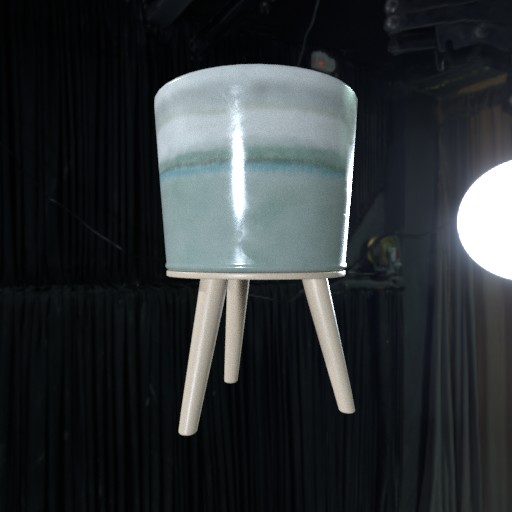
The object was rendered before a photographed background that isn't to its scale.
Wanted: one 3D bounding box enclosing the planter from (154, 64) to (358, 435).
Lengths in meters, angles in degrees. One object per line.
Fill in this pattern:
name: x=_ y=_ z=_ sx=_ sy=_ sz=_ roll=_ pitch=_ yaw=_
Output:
planter: x=0.000 y=0.000 z=0.593 sx=0.265 sy=0.404 sz=0.265 roll=0 pitch=0 yaw=-37
